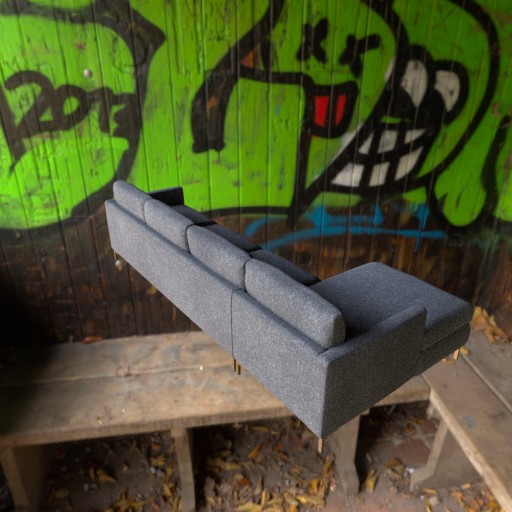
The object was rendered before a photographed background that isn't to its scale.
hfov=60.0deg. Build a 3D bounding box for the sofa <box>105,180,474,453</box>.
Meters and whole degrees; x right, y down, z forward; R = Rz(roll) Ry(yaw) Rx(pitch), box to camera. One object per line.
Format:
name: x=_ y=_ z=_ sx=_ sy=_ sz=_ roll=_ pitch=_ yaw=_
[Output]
sofa: x=0.000 y=0.000 z=3.505 sx=1.350 sy=0.810 sz=2.932 roll=-18 pitch=32 yaw=-33
